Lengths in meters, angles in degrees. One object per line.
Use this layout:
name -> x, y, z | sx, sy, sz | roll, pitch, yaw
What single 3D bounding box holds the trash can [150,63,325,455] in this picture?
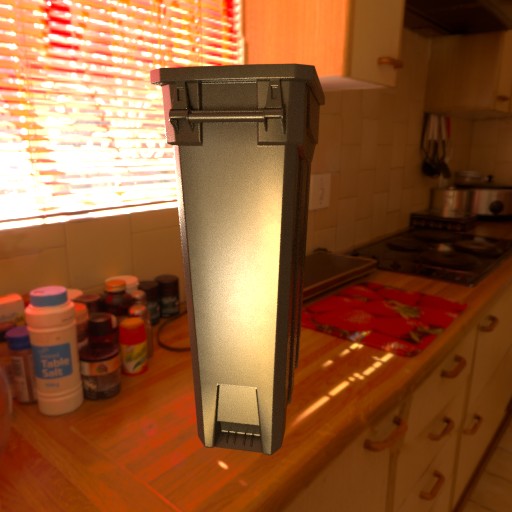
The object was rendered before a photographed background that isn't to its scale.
trash can -> 0.000, 0.000, 1.057 | 0.281, 0.762, 0.559 | 3, 14, 10
